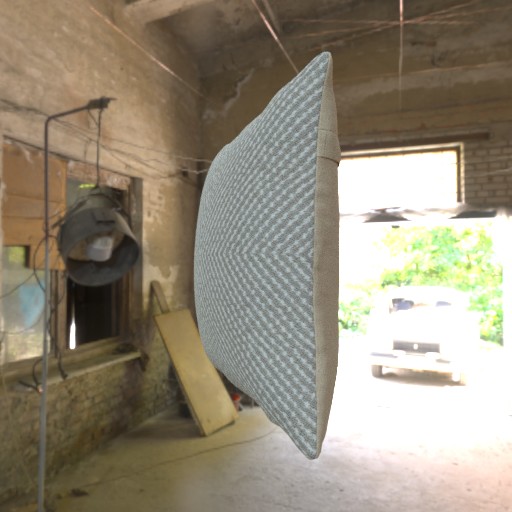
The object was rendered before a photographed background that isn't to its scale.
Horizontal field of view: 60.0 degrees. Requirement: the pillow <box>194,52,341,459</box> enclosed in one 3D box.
[{"bbox_3d":[0.000,0.000,0.704,0.181,0.458,0.459,0,-1,-18],"label":"pillow"}]
